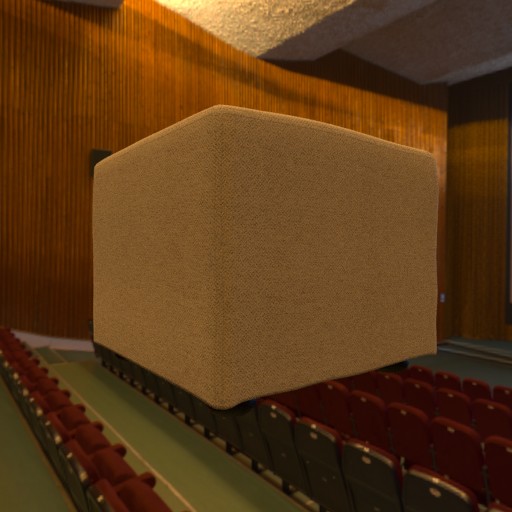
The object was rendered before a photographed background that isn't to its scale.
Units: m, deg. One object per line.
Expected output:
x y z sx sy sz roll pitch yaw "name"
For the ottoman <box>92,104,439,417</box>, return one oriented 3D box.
0.000 0.000 0.905 0.512 0.453 0.521 -1 1 -37 "ottoman"
